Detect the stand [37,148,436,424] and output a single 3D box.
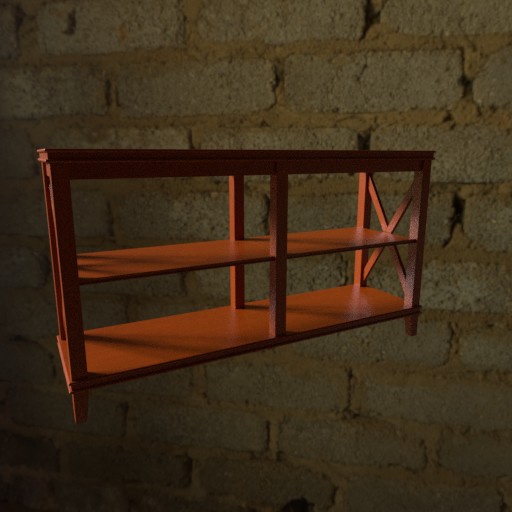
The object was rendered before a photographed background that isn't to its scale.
[{"bbox_3d":[0.000,0.000,1.641,1.372,0.762,0.381,-7,15,-27],"label":"stand"}]
